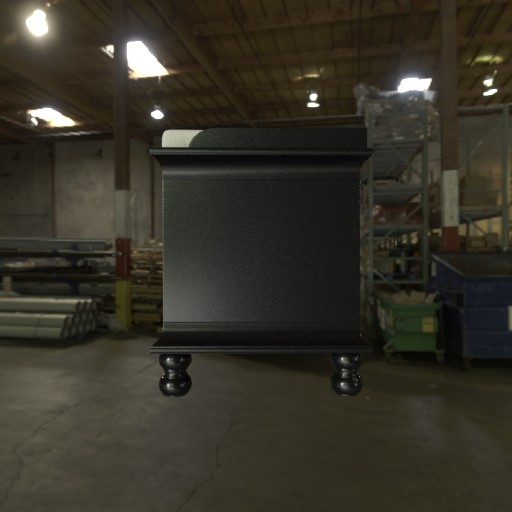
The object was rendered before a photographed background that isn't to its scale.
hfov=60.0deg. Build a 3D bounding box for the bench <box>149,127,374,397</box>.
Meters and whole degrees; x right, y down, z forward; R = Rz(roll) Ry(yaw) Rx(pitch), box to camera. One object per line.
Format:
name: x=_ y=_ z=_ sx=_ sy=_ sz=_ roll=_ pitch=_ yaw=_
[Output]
bench: x=0.000 y=0.000 z=1.387 sx=0.402 sy=0.501 sz=1.185 roll=0 pitch=1 yaw=-1
